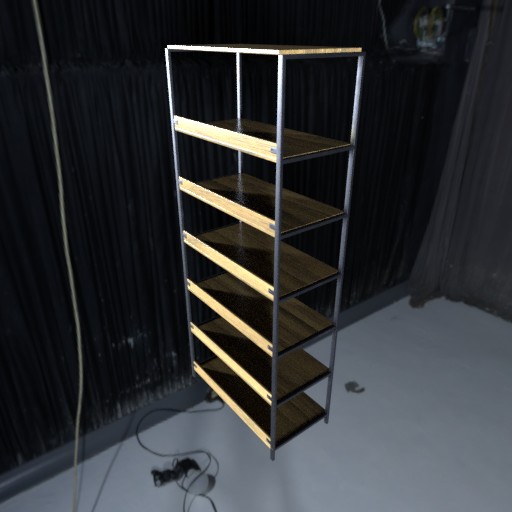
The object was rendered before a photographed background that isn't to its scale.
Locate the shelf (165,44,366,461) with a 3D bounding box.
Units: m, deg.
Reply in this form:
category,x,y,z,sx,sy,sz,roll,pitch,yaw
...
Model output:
category,x,y,z,sx,sy,sz,roll,pitch,yaw
shelf,0.000,0.000,2.357,0.431,2.015,0.847,-19,33,-33
